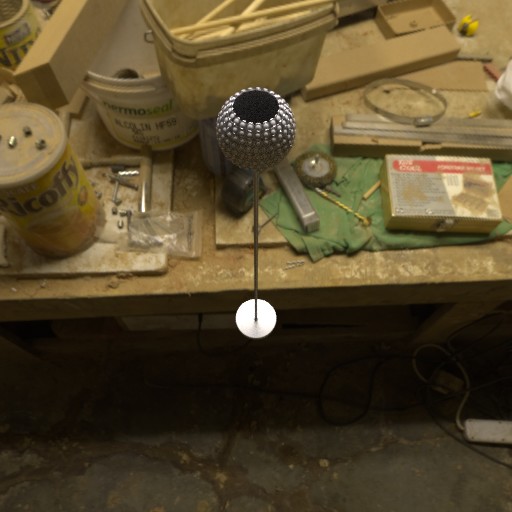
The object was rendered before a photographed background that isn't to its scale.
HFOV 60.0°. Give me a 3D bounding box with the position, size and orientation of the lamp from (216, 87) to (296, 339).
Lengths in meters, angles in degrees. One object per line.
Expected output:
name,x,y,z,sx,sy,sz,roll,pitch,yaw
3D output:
lamp,0.000,0.000,1.996,0.254,1.805,0.254,0,63,0
